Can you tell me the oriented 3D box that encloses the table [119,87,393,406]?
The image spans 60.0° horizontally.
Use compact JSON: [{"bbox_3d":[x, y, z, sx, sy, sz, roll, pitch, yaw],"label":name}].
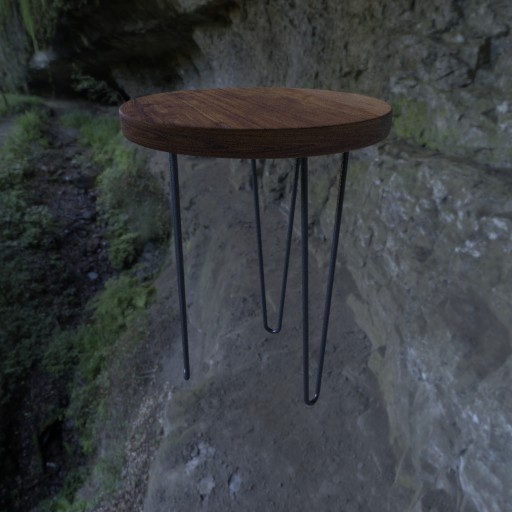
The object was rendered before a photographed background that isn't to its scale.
[{"bbox_3d":[0.000,0.000,0.787,0.400,0.520,0.400,0,27,0],"label":"table"}]
